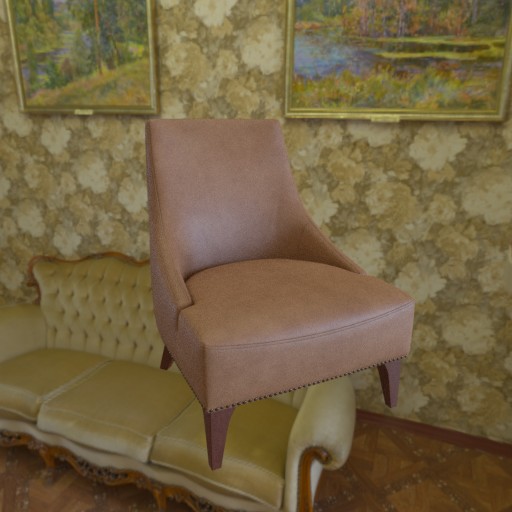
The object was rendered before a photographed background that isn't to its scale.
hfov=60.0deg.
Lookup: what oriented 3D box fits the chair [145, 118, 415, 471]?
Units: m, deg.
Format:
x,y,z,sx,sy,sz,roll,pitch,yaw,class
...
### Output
x,y,z,sx,sy,sz,roll,pitch,yaw,class
0.000,0.000,1.526,0.701,0.909,0.861,-8,19,-25,chair
